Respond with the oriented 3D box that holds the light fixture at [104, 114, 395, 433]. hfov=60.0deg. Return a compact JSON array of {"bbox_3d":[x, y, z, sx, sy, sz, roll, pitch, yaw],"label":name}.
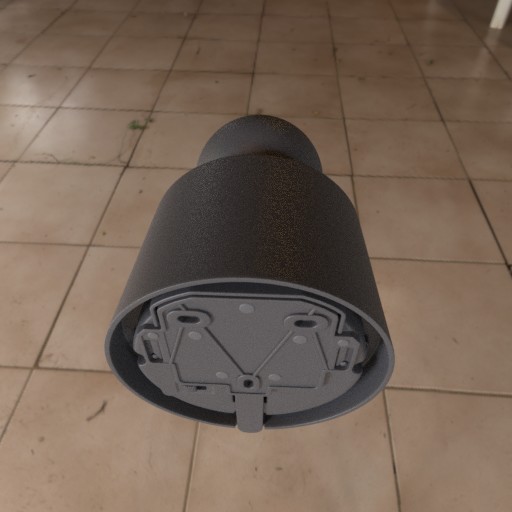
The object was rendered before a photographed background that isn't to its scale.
[{"bbox_3d":[0.000,0.000,0.267,0.134,0.143,0.160,2,46,2],"label":"light fixture"}]
